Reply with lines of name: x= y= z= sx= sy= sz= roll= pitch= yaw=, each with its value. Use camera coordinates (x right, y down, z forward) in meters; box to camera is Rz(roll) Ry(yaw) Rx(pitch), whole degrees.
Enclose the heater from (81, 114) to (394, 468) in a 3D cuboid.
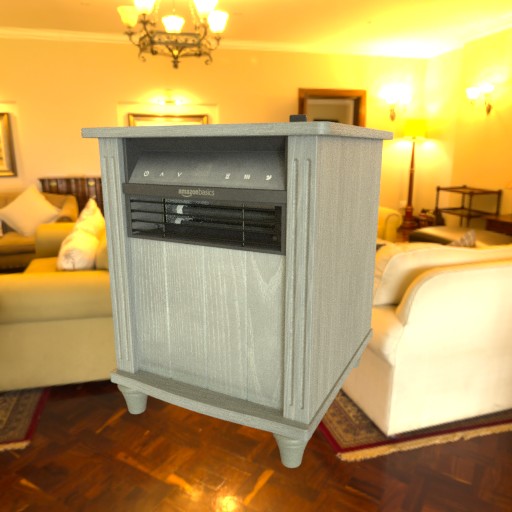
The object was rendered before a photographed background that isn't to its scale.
heater: x=0.000 y=0.000 z=0.753 sx=0.362 sy=0.481 sz=0.400 roll=7 pitch=15 yaw=26
